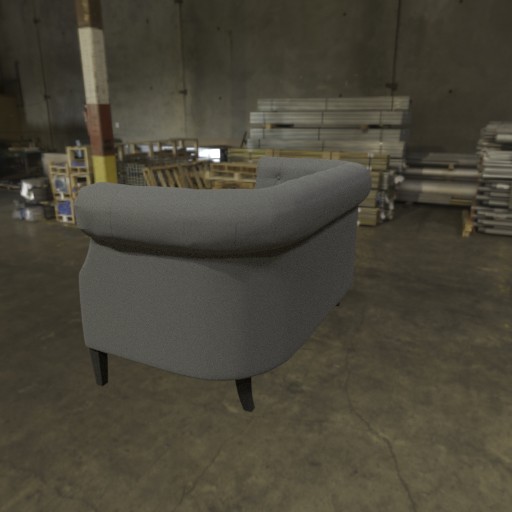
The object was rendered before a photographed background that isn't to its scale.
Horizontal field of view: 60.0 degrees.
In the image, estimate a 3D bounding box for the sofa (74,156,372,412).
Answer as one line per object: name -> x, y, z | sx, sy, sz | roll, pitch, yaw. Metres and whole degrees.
sofa -> 0.000, 0.000, 2.107 | 0.835, 0.827, 1.558 | 8, 19, 26
